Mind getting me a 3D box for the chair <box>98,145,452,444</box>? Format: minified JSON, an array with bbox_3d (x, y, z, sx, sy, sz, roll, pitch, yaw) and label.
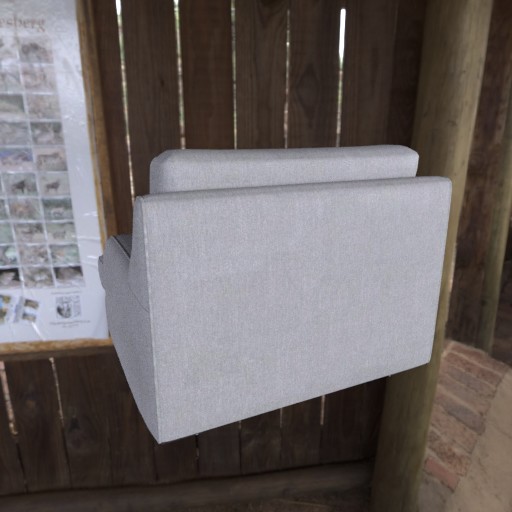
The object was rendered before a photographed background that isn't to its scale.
[{"bbox_3d":[0.000,0.000,1.984,1.270,0.974,1.043,-8,18,-25],"label":"chair"}]
